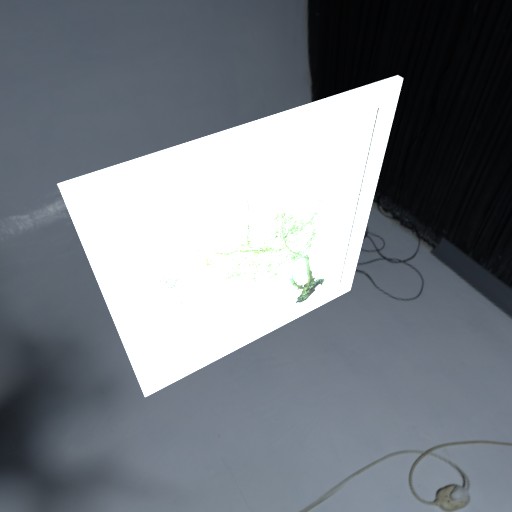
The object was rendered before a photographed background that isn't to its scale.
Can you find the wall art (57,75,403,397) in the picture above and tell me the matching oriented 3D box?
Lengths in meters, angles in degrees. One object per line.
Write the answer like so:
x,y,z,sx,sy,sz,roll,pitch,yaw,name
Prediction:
0.000,0.000,0.880,0.584,0.584,0.013,-24,52,-21,wall art
